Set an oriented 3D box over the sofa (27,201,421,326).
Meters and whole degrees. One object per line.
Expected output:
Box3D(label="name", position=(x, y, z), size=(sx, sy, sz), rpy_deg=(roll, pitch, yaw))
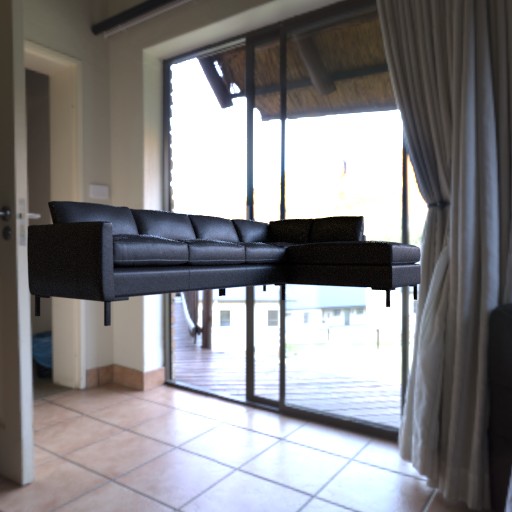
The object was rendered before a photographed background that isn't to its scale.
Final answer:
Box3D(label="sofa", position=(0.000, 0.000, 3.813), size=(1.938, 0.877, 2.984), rpy_deg=(0, 0, 36))
